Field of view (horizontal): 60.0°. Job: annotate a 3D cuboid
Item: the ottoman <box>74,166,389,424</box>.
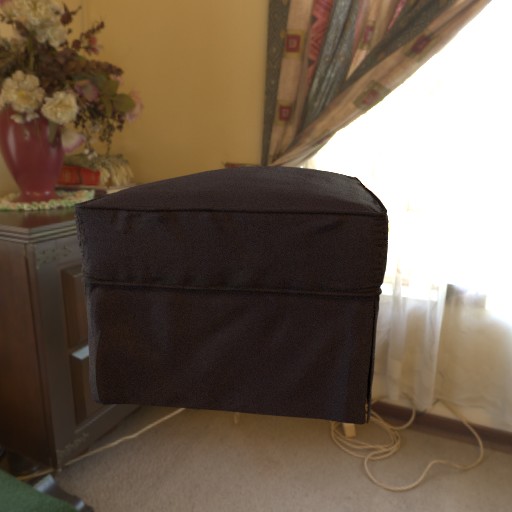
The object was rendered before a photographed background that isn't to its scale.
[{"bbox_3d":[0.000,0.000,1.298,0.637,0.503,0.938,2,15,8],"label":"ottoman"}]
